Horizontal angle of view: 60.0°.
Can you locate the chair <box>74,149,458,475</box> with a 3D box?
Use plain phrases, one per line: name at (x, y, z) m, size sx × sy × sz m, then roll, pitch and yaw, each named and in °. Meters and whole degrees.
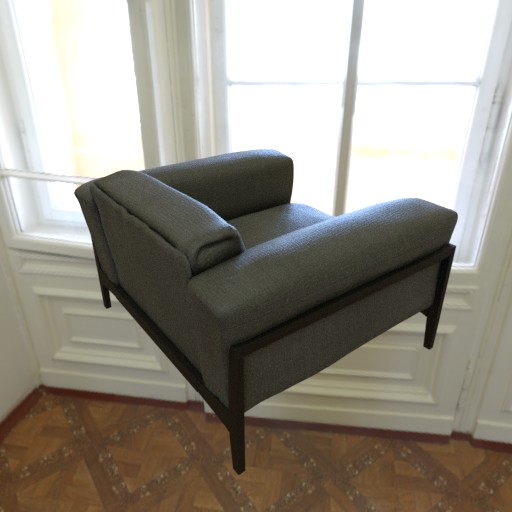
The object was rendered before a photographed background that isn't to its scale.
chair at (0.000, 0.000, 1.666) m, size 0.969 × 0.646 × 1.056 m, roll -19°, pitch 33°, yaw -32°
